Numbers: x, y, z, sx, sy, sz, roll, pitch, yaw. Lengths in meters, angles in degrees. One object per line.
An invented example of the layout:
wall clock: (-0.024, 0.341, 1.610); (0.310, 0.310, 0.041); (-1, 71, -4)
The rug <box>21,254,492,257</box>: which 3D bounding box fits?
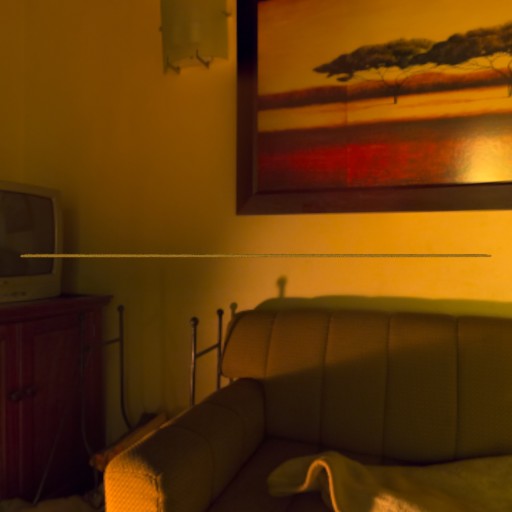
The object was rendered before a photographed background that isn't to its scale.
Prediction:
rug: (0.000, 0.000, 1.445); (1.220, 0.007, 0.605); (0, 0, 1)
